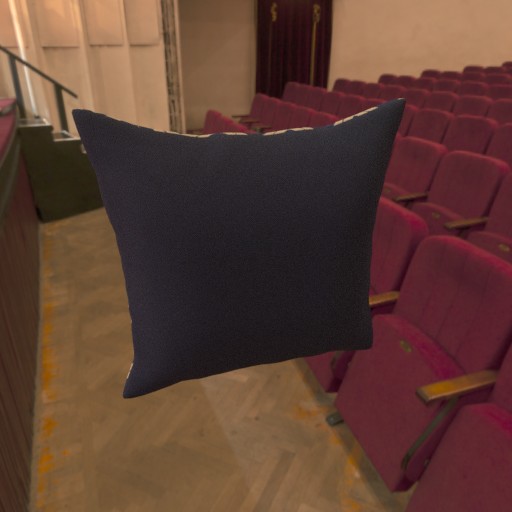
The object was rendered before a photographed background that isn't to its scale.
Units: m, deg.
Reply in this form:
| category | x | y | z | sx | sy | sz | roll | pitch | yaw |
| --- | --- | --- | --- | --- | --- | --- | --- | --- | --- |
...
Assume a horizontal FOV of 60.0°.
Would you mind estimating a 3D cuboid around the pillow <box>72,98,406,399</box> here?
| category | x | y | z | sx | sy | sz | roll | pitch | yaw |
| --- | --- | --- | --- | --- | --- | --- | --- | --- | --- |
| pillow | 0.000 | 0.000 | 0.750 | 0.504 | 0.494 | 0.188 | -8 | 26 | -16 |
